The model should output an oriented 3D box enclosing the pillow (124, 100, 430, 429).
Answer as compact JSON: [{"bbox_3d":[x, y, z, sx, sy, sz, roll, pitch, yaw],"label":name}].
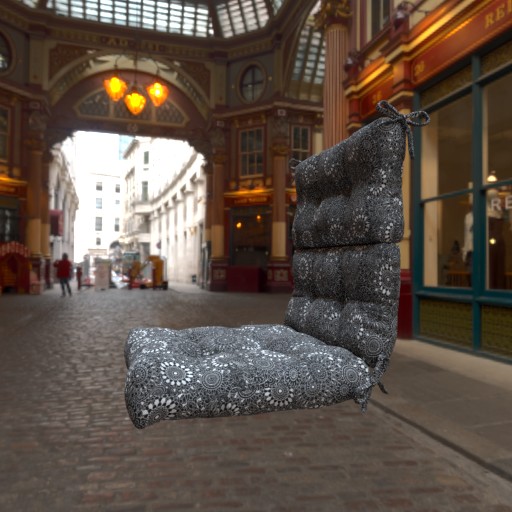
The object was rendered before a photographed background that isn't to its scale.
[{"bbox_3d":[0.000,0.000,1.005,0.571,0.605,0.519,0,-1,-17],"label":"pillow"}]
